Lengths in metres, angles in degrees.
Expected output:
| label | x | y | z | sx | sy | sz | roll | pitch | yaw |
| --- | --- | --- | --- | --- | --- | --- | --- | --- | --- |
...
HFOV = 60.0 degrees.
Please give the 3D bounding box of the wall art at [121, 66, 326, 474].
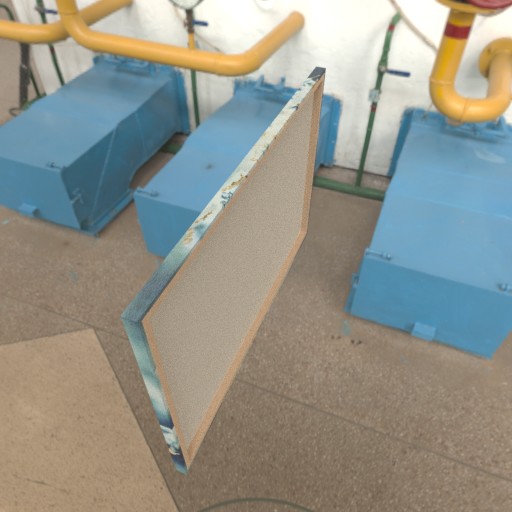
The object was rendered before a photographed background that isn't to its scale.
| label | x | y | z | sx | sy | sz | roll | pitch | yaw |
| --- | --- | --- | --- | --- | --- | --- | --- | --- | --- |
| wall art | 0.000 | 0.000 | 1.408 | 0.035 | 0.759 | 1.138 | 17 | 48 | 16 |
